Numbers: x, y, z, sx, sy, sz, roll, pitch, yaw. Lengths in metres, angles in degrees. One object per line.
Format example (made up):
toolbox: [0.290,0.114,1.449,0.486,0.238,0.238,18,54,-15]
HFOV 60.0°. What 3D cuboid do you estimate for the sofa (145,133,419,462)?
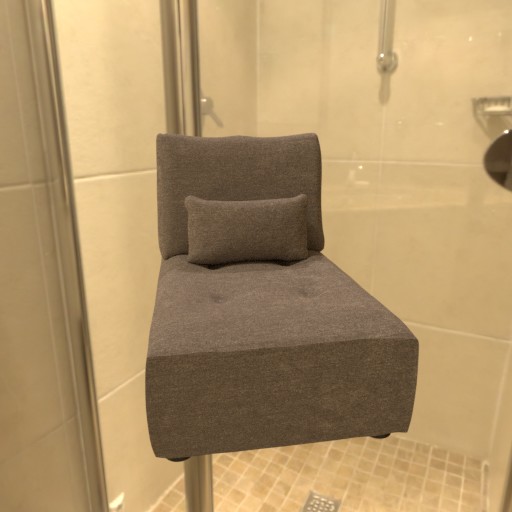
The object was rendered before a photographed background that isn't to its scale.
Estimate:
sofa: [0.000,0.000,1.530,0.700,0.820,1.000,-3,16,-9]
